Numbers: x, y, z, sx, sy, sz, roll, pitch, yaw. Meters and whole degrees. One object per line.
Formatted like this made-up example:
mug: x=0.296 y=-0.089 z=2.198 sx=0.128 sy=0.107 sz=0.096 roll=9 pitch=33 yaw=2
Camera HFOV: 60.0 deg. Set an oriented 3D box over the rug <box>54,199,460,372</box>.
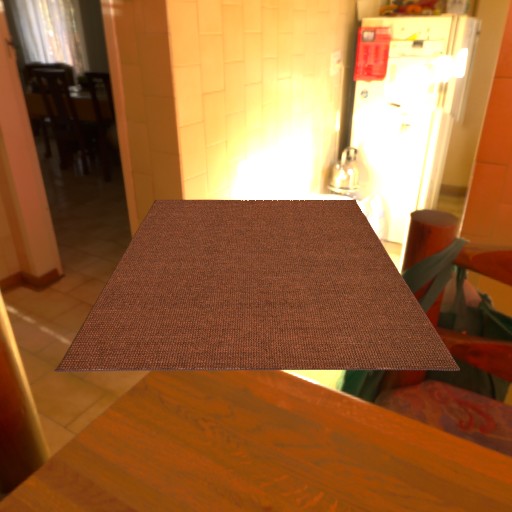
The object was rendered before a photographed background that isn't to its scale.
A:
rug: x=0.000 y=0.000 z=4.041 sx=2.456 sy=0.021 sz=3.068 roll=0 pitch=27 yaw=0
